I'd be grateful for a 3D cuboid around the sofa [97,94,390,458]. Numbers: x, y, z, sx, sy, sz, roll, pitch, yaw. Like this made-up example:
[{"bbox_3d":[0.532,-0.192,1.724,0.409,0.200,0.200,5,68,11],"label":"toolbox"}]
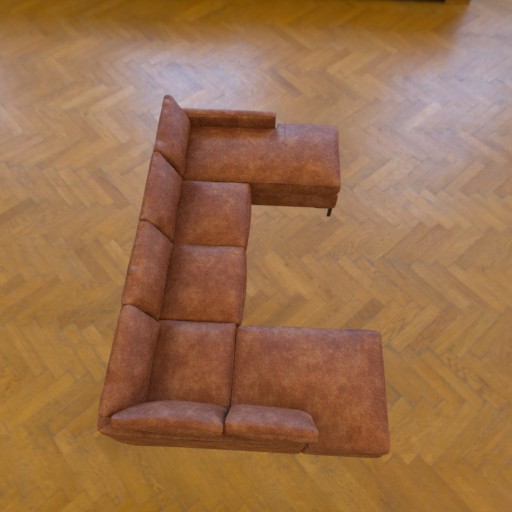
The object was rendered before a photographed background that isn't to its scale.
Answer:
[{"bbox_3d":[0.000,0.000,3.688,1.939,0.900,2.956,3,62,1],"label":"sofa"}]
